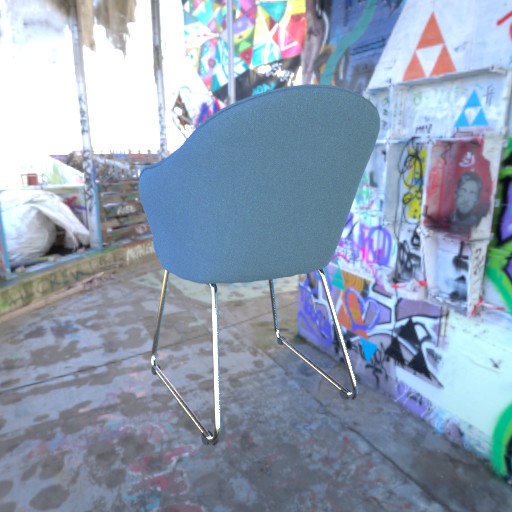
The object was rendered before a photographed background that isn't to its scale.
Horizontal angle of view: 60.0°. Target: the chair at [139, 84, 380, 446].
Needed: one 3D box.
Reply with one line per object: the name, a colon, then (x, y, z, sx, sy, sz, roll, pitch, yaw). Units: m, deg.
chair: (0.000, 0.000, 1.207, 0.570, 0.815, 0.585, -7, 16, -27)
